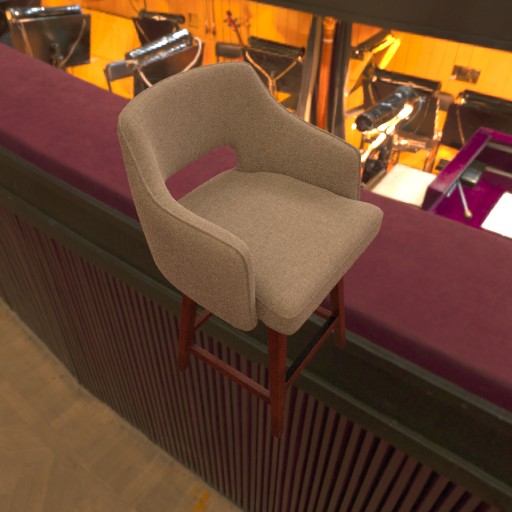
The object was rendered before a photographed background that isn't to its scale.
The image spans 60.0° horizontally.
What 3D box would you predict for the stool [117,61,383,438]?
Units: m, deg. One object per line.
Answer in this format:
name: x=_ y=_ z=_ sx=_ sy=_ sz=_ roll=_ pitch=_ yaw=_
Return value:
stool: x=0.000 y=0.000 z=1.318 sx=0.558 sy=0.944 sz=0.599 roll=26 pitch=48 yaw=26
